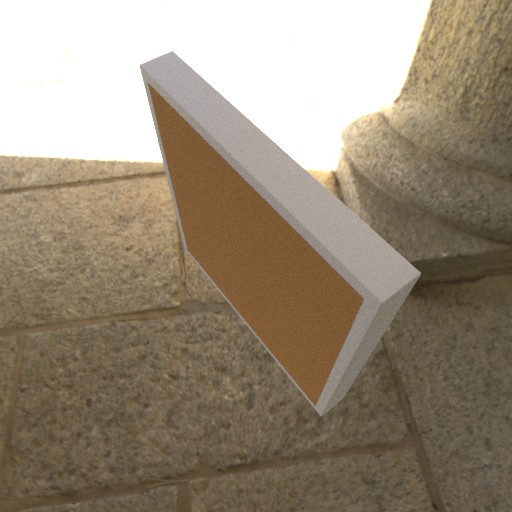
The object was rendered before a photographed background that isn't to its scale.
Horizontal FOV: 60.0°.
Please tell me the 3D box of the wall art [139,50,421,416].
[{"bbox_3d":[0.000,0.000,0.474,0.037,0.305,0.305,-33,63,-19],"label":"wall art"}]
